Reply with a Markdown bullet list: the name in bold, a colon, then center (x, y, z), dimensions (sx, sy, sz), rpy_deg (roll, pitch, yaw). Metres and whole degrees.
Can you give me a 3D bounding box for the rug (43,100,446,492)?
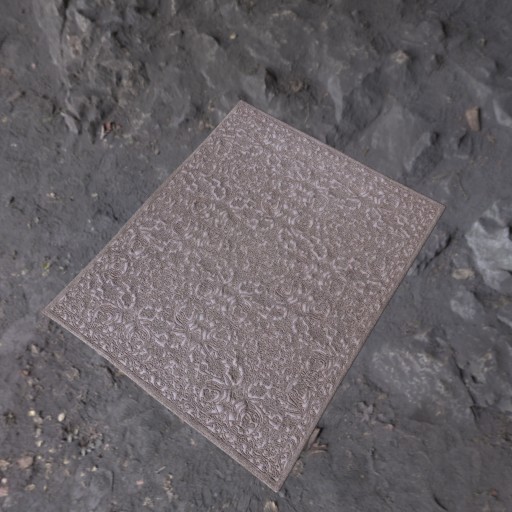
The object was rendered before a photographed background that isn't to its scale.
- **rug**: center (0.000, 0.000, 4.105), dimensions (2.472, 0.035, 3.017), rpy_deg (32, 68, 14)
